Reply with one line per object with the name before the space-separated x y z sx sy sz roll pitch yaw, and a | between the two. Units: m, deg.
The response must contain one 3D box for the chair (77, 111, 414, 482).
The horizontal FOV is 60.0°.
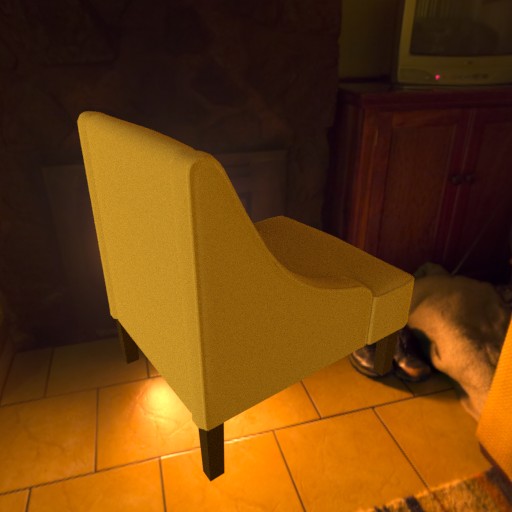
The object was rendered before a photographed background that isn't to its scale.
chair | 0.000 0.000 1.431 0.806 0.886 0.689 -18 32 -32
